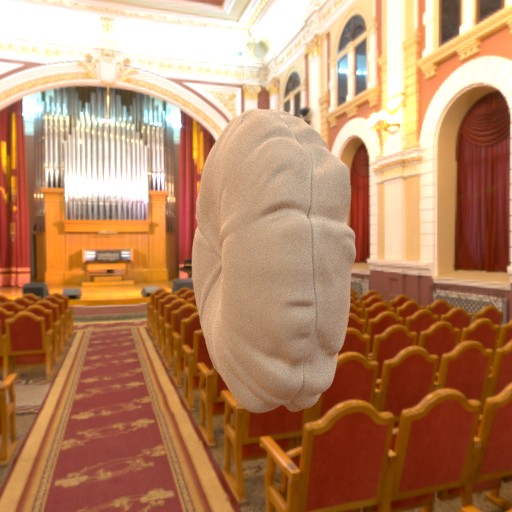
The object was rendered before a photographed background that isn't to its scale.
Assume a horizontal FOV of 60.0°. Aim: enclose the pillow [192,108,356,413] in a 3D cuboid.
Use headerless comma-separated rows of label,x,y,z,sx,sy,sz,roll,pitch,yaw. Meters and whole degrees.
pillow,0.000,0.000,0.646,0.148,0.407,0.428,0,1,-18
